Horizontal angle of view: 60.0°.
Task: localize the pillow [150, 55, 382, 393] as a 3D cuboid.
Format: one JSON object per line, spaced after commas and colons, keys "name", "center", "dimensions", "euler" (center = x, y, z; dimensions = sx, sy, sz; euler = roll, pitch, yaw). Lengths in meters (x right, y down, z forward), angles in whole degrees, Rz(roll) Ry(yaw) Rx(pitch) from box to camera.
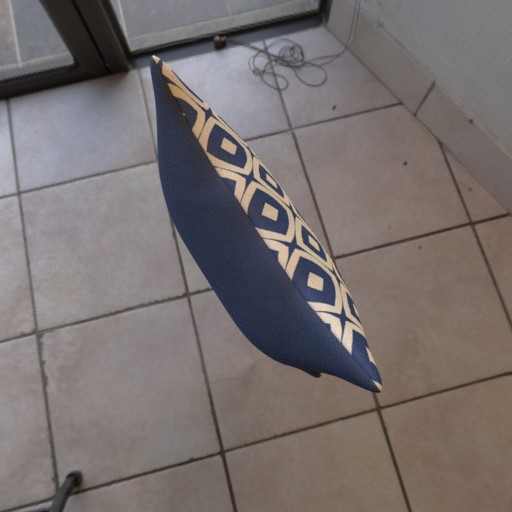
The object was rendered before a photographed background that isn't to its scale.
{"name": "pillow", "center": [0.000, 0.000, 0.771], "dimensions": [0.188, 0.494, 0.504], "euler": [-32, 79, -7]}
